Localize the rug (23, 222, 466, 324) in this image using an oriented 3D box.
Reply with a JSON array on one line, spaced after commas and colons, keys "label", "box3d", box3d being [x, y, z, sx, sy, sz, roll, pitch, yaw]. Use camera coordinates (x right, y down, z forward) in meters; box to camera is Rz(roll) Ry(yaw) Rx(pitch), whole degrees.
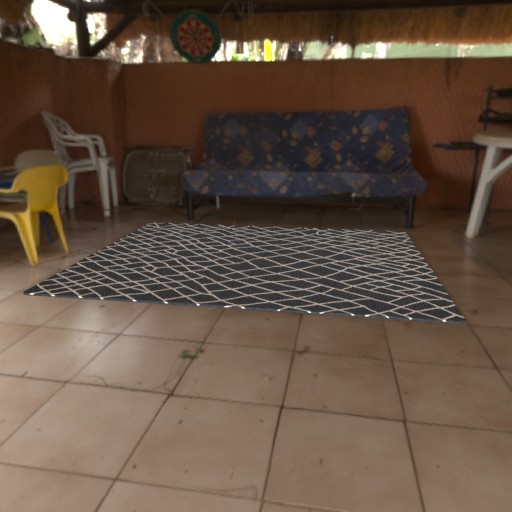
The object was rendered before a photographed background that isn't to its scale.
[{"label": "rug", "box3d": [0.000, 0.000, 4.117, 3.047, 0.022, 2.439, 3, 17, 9]}]
